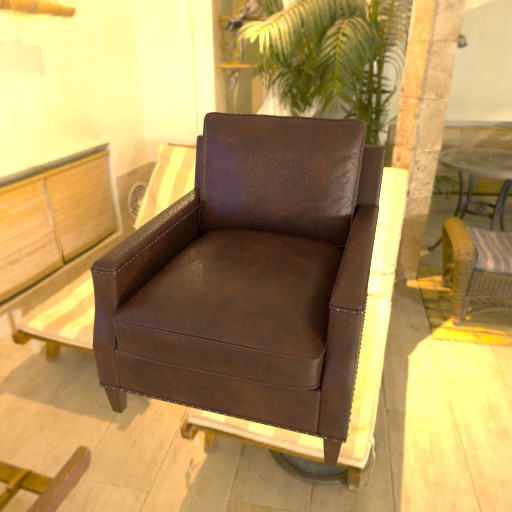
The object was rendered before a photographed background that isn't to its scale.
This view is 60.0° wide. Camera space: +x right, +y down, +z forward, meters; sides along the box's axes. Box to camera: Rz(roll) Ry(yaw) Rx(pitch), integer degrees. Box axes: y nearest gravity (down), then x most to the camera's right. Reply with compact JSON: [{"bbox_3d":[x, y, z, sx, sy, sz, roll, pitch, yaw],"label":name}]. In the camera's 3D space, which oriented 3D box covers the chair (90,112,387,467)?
[{"bbox_3d":[0.000,0.000,1.680,0.853,0.929,1.014,8,27,15],"label":"chair"}]
